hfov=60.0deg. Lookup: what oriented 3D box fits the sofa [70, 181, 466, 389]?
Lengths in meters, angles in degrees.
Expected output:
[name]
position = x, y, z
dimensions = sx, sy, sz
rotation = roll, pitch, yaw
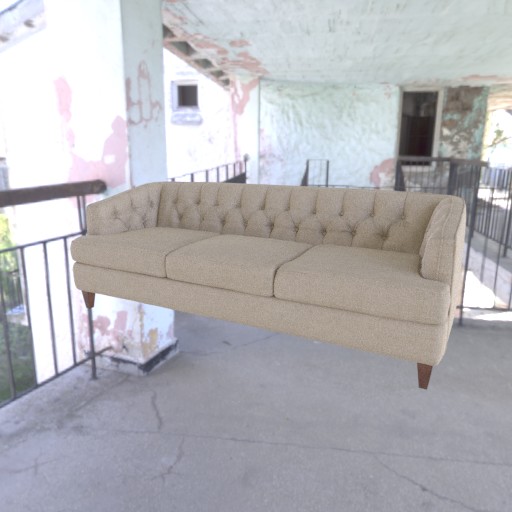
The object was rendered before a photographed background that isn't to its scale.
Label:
[sofa]
position = 0.000, 0.000, 2.673
dimensions = 2.235, 0.788, 0.913
rotation = 7, 16, 28
